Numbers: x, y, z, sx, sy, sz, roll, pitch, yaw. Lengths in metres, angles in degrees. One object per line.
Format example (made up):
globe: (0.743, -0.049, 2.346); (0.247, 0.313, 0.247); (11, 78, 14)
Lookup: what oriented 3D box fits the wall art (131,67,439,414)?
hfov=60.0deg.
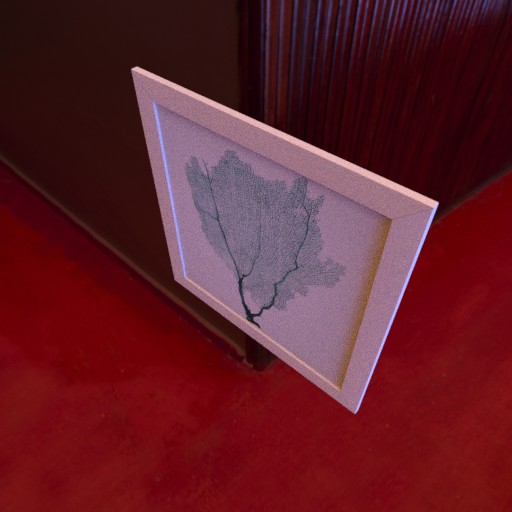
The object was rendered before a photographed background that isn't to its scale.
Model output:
wall art: (0.000, 0.000, 0.868); (0.572, 0.577, 0.015); (32, 55, 27)
